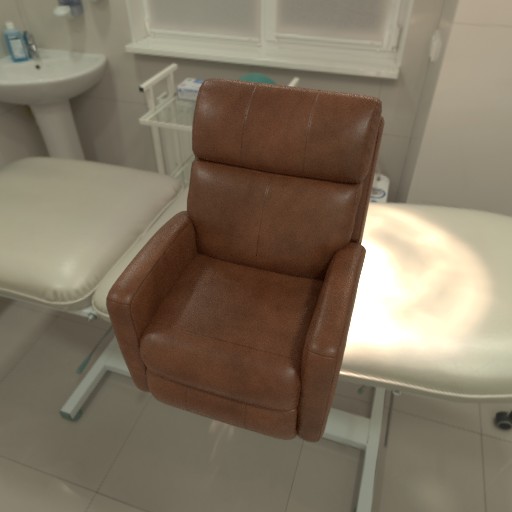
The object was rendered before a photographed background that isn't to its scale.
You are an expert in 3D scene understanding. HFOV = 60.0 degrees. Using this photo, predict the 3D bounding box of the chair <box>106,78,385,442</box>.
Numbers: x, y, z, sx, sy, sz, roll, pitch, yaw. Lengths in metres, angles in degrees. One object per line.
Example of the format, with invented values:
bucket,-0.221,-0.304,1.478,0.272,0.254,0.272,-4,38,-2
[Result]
chair,0.000,0.000,1.673,0.787,1.016,0.939,12,42,14
